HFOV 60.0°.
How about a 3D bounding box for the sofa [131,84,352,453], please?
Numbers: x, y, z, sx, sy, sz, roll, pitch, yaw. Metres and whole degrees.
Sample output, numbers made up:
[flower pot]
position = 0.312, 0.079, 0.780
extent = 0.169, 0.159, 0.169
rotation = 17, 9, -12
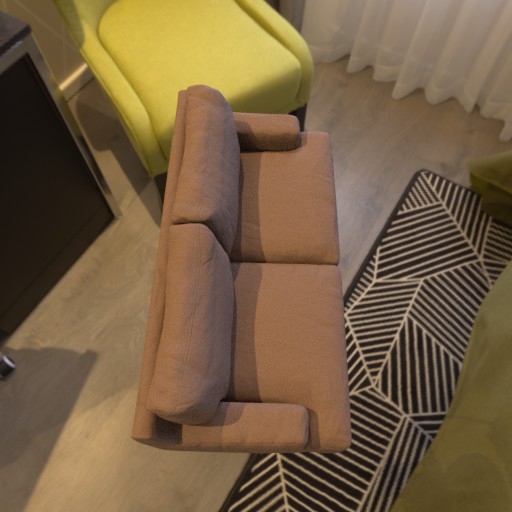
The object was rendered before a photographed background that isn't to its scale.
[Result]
[sofa]
position = 0.000, 0.000, 2.822
extent = 1.140, 0.950, 2.274
rotation = 1, 63, 1
